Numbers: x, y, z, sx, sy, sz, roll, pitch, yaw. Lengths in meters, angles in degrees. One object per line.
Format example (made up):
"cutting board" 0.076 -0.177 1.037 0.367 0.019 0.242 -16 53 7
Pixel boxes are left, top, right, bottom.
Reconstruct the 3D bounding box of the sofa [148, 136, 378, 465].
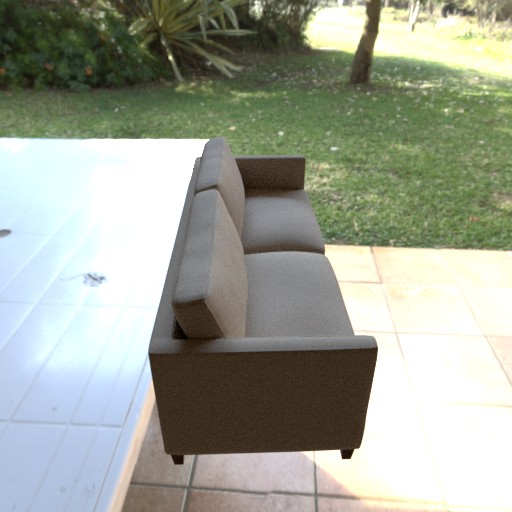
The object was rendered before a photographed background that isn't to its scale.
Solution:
"sofa" 0.000 0.000 2.862 0.951 0.968 2.361 -1 31 -2
